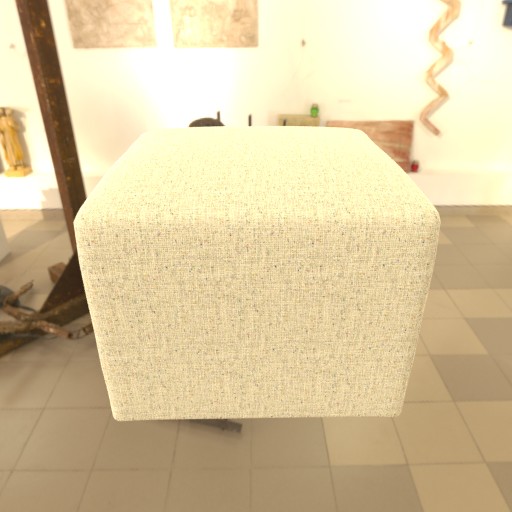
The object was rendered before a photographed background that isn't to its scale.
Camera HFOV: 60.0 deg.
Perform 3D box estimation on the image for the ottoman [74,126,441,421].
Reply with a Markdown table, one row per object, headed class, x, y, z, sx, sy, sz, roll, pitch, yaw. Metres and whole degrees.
| class | x | y | z | sx | sy | sz | roll | pitch | yaw |
| --- | --- | --- | --- | --- | --- | --- | --- | --- | --- |
| ottoman | 0.000 | 0.000 | 0.906 | 0.521 | 0.453 | 0.512 | -1 | 29 | -1 |
